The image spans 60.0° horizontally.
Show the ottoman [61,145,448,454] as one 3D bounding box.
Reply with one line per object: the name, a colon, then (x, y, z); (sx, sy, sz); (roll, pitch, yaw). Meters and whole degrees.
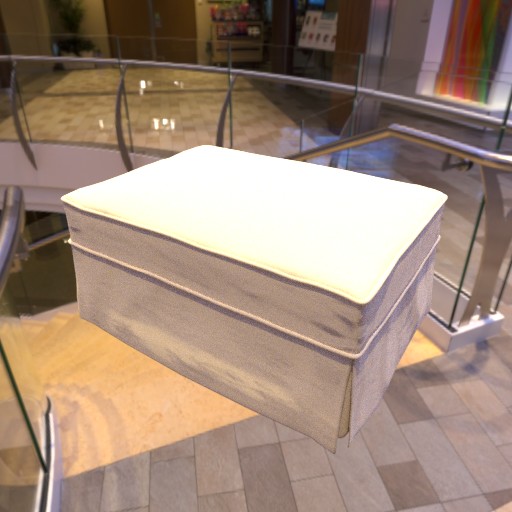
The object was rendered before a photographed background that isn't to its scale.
ottoman: (0.000, 0.000, 1.333); (0.944, 0.479, 0.703); (18, 34, 29)
